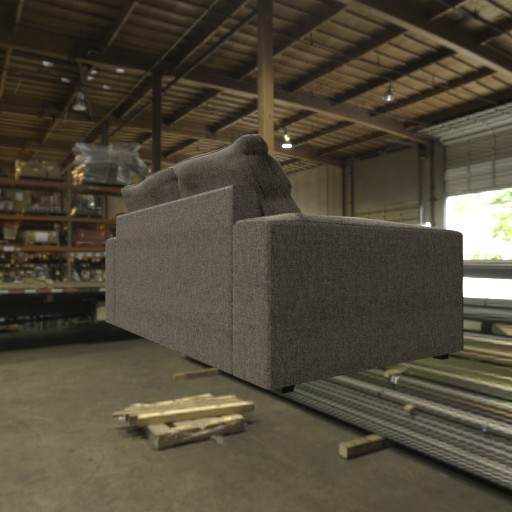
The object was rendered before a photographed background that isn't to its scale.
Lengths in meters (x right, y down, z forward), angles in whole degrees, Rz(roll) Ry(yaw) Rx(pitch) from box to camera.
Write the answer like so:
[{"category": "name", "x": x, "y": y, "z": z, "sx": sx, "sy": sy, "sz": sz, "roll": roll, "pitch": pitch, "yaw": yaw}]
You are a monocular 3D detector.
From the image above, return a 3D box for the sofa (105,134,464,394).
[{"category": "sofa", "x": 0.000, "y": 0.000, "z": 2.347, "sx": 1.094, "sy": 0.877, "sz": 1.758, "roll": 0, "pitch": -1, "yaw": -34}]
